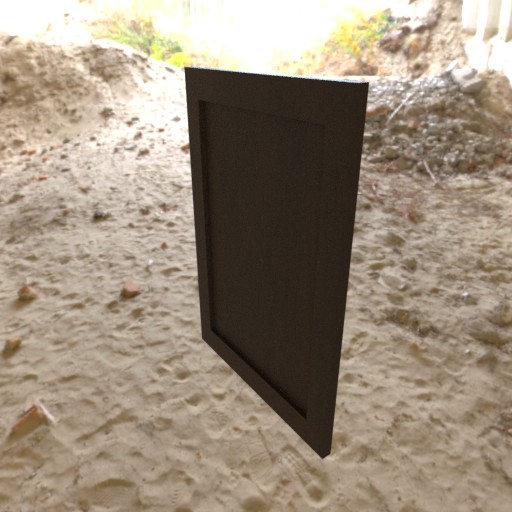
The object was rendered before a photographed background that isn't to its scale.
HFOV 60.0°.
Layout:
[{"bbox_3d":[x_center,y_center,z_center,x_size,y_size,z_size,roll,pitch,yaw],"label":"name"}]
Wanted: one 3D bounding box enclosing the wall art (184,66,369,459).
[{"bbox_3d":[0.000,0.000,0.671,0.017,0.513,0.359,-17,31,-31],"label":"wall art"}]
